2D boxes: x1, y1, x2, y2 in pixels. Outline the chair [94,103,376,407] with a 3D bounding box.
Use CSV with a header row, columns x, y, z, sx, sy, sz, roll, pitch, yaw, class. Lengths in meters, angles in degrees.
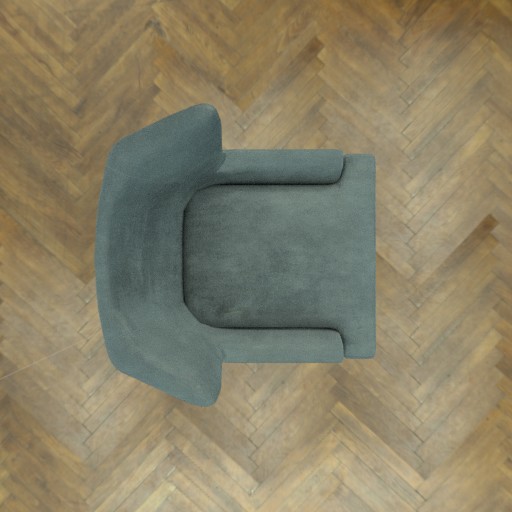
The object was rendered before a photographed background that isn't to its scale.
x,y,z,sx,sy,sz,roll,pitch,yaw,class
0.000,0.000,1.600,0.906,0.950,0.784,0,90,0,chair
